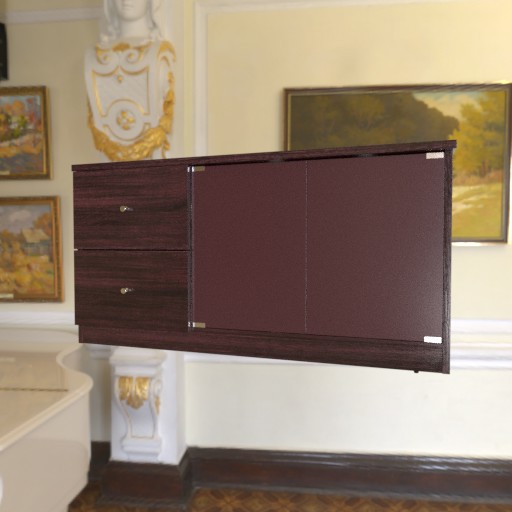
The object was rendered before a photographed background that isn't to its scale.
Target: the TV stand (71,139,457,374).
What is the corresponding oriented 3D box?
[{"bbox_3d":[0.000,0.000,1.492,1.192,0.614,0.404,1,2,18],"label":"TV stand"}]
